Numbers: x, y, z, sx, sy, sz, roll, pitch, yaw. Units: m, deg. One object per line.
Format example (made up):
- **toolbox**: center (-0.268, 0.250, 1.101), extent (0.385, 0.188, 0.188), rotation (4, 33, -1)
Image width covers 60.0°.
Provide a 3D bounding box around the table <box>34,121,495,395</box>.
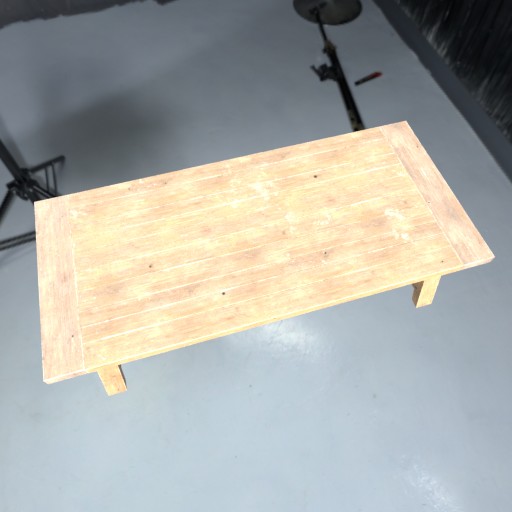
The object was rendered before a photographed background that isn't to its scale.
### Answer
- **table**: center (0.000, 0.000, 2.087), extent (1.800, 0.465, 0.820), rotation (-14, 61, -8)
